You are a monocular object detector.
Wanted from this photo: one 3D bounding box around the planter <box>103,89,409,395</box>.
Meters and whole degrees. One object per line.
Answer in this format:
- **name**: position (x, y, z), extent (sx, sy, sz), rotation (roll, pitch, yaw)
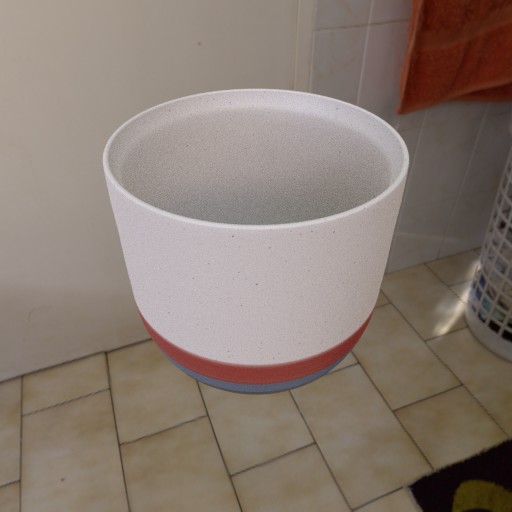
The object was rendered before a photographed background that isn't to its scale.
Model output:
- **planter**: position (0.000, 0.000, 0.483), extent (0.268, 0.270, 0.268), rotation (0, 40, 0)
